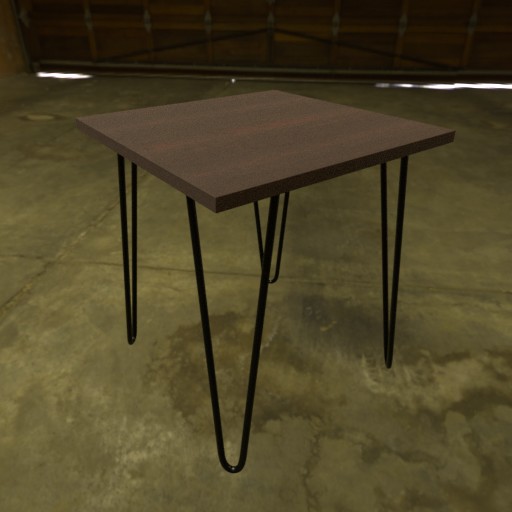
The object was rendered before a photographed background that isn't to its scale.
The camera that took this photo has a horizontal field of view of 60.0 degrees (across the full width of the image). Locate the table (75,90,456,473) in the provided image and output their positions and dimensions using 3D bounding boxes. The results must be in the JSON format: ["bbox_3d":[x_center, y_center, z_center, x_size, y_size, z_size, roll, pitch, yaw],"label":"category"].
[{"bbox_3d":[0.000,0.000,0.950,0.495,0.559,0.495,-21,36,-32],"label":"table"}]
